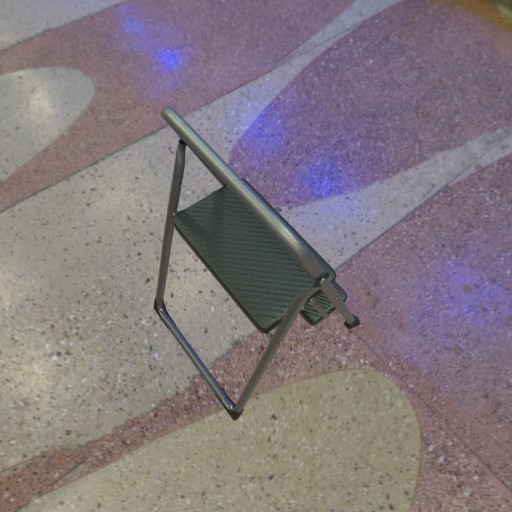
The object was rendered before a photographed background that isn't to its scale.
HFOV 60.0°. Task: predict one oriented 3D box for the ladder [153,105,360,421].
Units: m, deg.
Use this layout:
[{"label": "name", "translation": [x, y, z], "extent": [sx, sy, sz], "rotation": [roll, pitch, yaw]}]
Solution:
[{"label": "ladder", "translation": [0.000, 0.000, 1.029], "extent": [0.472, 0.720, 0.430], "rotation": [-34, 66, -18]}]
